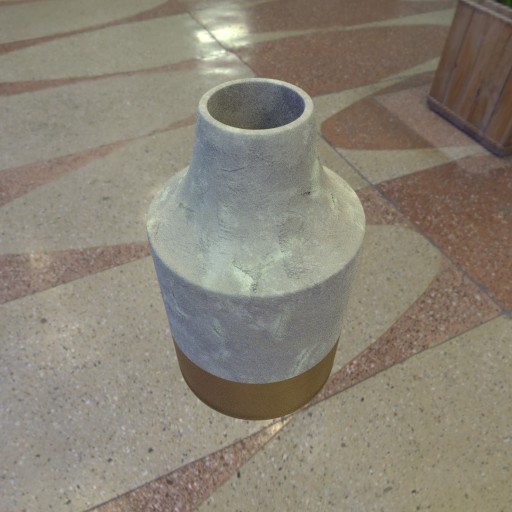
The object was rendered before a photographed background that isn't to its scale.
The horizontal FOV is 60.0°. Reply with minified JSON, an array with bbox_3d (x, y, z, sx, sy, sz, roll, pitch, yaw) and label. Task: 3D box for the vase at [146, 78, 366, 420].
[{"bbox_3d":[0.000,0.000,0.414,0.184,0.305,0.184,0,47,0],"label":"vase"}]
